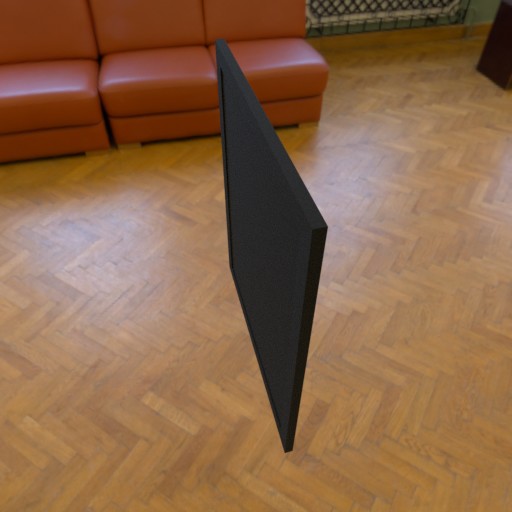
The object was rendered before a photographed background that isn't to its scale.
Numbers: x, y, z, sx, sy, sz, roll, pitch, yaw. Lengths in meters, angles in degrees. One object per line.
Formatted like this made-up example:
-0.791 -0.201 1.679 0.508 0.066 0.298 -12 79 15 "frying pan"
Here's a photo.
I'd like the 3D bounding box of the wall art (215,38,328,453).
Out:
0.000 0.000 0.503 0.010 0.361 0.311 -11 47 -10 "wall art"
